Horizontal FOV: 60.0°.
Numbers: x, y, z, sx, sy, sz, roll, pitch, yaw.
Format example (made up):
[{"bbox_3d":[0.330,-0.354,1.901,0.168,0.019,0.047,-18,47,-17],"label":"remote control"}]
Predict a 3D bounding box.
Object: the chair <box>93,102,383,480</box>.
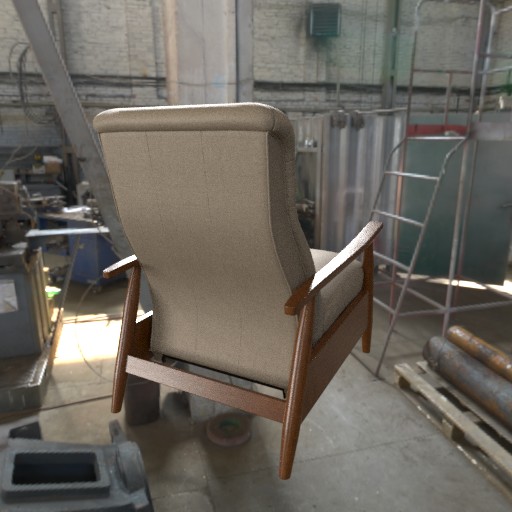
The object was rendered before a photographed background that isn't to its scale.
[{"bbox_3d":[0.000,0.000,1.768,0.762,1.082,1.032,8,17,28],"label":"chair"}]
